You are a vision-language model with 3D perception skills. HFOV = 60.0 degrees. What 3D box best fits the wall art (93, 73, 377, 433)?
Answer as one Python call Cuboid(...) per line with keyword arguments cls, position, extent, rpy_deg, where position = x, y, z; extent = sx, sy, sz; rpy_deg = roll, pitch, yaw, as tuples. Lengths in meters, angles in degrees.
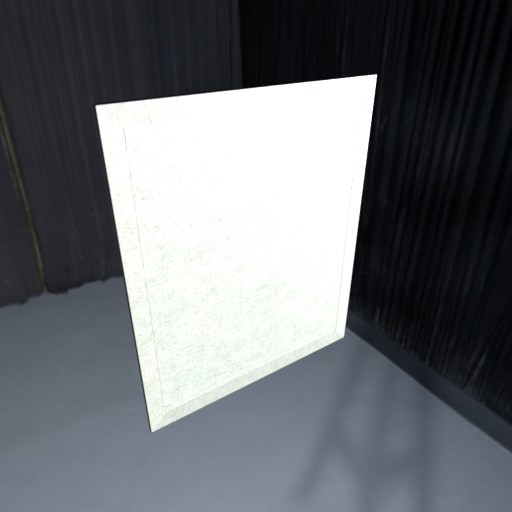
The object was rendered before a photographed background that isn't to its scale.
Cuboid(cls="wall art", position=(0.000, 0.000, 0.629), extent=(0.381, 0.457, 0.023), rpy_deg=(-18, 34, -29))
